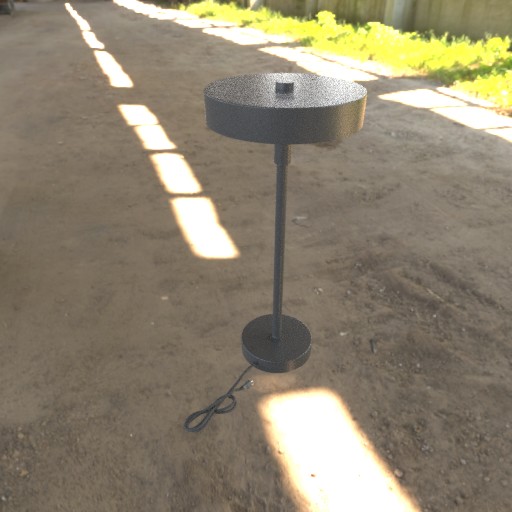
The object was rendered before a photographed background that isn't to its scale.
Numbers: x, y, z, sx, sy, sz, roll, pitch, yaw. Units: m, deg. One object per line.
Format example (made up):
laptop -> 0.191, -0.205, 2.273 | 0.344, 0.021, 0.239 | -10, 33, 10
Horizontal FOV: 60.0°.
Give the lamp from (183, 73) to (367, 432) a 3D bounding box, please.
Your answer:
lamp -> 0.000, 0.000, 0.710 | 0.229, 0.508, 0.369 | 21, 38, 29
